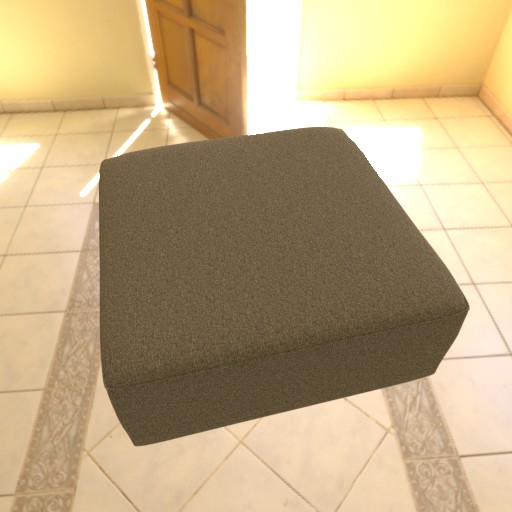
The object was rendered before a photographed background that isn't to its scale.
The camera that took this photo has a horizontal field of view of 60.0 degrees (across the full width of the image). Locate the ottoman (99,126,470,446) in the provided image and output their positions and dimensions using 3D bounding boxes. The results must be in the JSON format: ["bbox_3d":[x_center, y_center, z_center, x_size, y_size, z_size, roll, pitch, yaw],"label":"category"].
[{"bbox_3d":[0.000,0.000,1.592,1.015,0.464,1.005,-10,48,-9],"label":"ottoman"}]
